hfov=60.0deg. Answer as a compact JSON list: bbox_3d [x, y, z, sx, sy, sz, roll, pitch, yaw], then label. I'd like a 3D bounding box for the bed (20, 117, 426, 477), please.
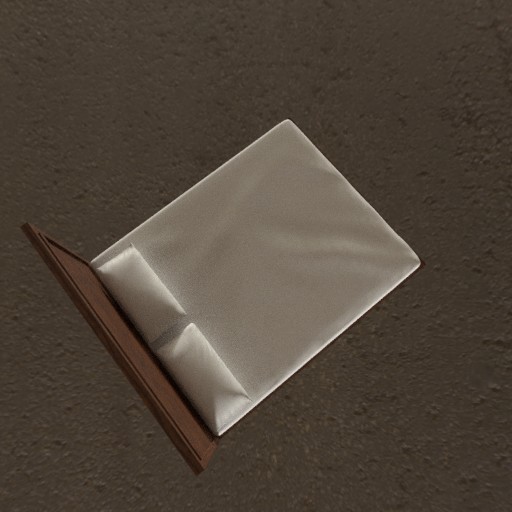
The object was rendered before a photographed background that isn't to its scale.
[{"bbox_3d":[0.000,0.000,3.377,2.218,1.487,1.765,-38,79,-9],"label":"bed"}]
